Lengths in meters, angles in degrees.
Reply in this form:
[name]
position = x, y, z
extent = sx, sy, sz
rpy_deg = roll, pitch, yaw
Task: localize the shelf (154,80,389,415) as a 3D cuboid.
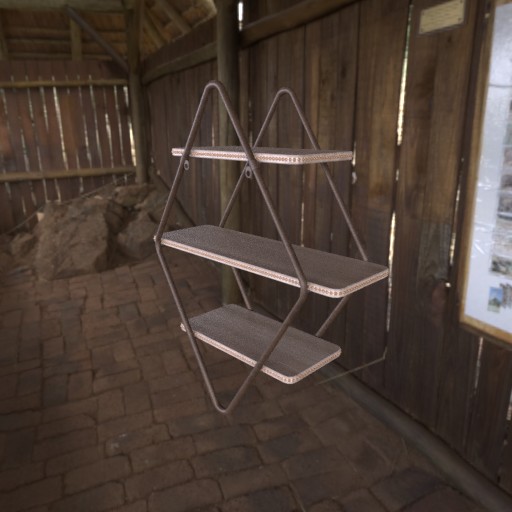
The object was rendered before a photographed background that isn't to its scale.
[shelf]
position = 0.000, 0.000, 1.062
extent = 0.609, 0.774, 0.234
rpy_deg = 16, 22, 43
